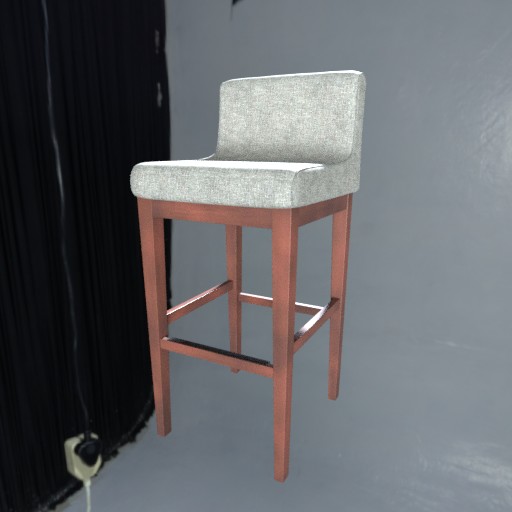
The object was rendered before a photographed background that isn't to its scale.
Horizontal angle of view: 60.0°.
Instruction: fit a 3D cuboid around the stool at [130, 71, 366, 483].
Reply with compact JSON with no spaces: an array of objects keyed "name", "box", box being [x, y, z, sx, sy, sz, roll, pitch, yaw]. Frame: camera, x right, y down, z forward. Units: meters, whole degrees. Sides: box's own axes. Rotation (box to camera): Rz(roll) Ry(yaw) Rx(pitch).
[{"name":"stool","box":[0.000,0.000,1.201,0.426,0.965,0.499,8,16,27]}]
